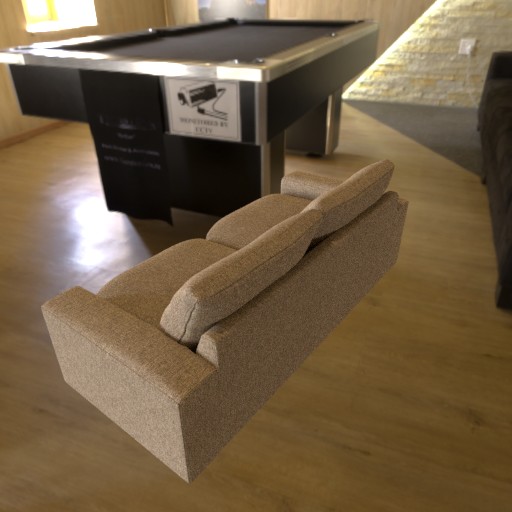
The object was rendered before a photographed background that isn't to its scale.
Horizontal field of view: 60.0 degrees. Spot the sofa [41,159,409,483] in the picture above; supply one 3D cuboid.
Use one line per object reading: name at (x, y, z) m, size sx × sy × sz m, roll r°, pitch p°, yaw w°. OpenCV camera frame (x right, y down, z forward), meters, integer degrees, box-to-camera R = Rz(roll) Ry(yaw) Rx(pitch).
sofa at (0.000, 0.000, 2.762) m, size 1.040 × 0.922 × 2.299 m, roll 22°, pitch 38°, yaw 31°
